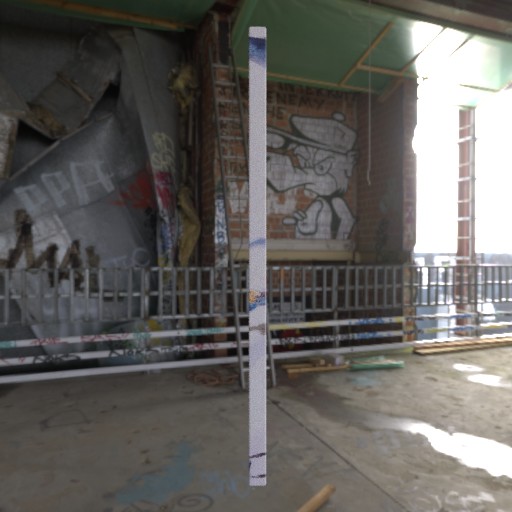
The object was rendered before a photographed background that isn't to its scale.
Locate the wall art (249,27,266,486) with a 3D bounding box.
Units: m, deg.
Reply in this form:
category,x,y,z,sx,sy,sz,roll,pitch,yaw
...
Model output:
category,x,y,z,sx,sy,sz,roll,pitch,yaw
wall art,0.000,0.000,1.357,0.038,1.015,0.761,0,0,0
